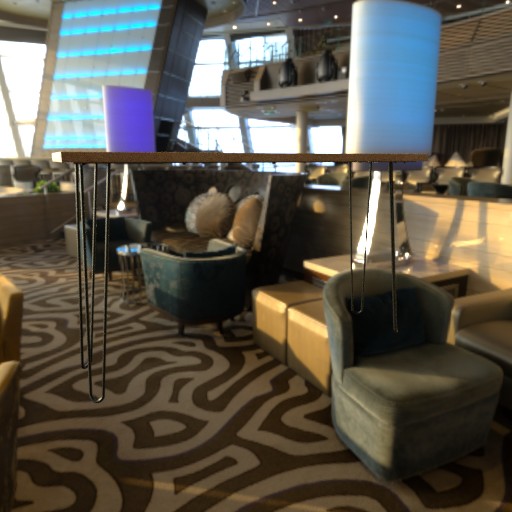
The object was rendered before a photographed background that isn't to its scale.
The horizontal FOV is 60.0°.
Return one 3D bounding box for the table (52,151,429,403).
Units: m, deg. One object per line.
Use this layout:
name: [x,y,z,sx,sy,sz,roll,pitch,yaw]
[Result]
table: [0.000,0.000,1.775,1.400,0.799,0.399,-6,14,-27]
